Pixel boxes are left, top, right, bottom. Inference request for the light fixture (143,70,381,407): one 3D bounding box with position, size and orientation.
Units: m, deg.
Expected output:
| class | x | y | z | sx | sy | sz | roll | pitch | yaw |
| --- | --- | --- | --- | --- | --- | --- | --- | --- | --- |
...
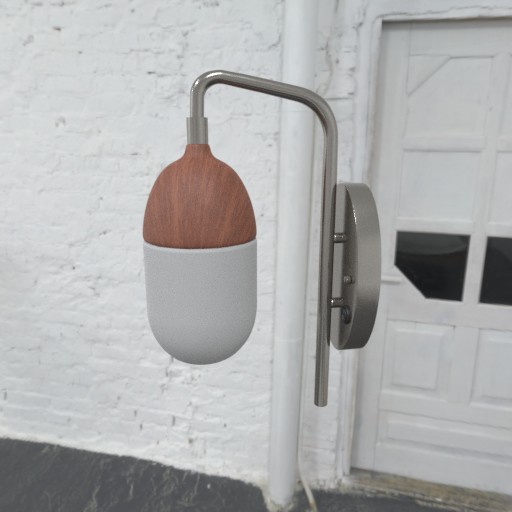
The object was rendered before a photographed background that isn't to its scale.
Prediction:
| class | x | y | z | sx | sy | sz | roll | pitch | yaw |
| --- | --- | --- | --- | --- | --- | --- | --- | --- | --- |
| light fixture | 0.000 | 0.000 | 0.440 | 0.216 | 0.343 | 0.108 | -2 | 14 | -9 |
